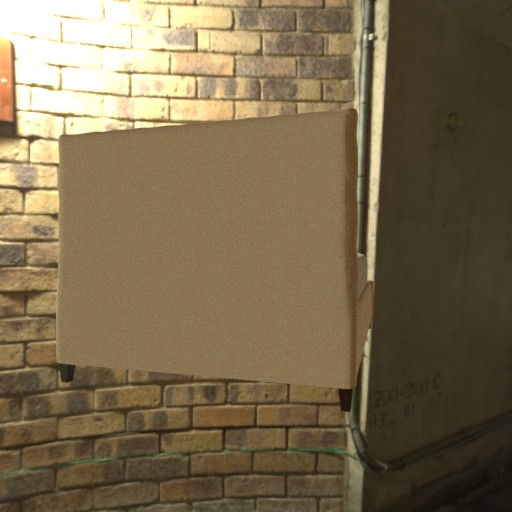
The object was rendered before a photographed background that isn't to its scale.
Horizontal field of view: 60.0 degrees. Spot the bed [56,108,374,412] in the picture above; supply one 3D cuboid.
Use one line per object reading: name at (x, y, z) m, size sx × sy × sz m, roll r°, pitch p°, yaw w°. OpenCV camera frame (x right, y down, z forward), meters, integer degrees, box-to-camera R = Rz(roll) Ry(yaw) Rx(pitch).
bed at (0.000, 0.000, 3.419) m, size 1.698 × 1.427 × 2.387 m, roll 0°, pitch 1°, yaw 17°
